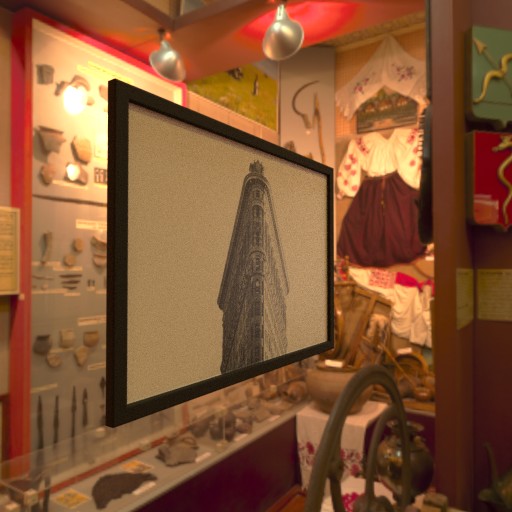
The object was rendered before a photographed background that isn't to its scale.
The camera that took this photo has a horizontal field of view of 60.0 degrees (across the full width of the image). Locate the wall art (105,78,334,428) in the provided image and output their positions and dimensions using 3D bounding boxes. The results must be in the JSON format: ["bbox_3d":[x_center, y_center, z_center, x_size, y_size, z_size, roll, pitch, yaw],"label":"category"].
[{"bbox_3d":[0.000,0.000,1.229,0.026,0.656,0.958,-1,-1,35],"label":"wall art"}]
